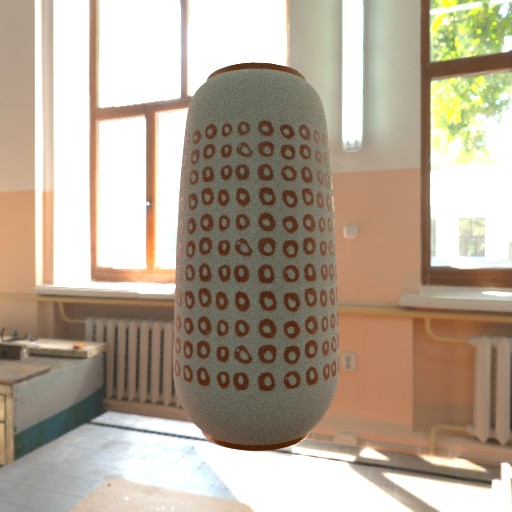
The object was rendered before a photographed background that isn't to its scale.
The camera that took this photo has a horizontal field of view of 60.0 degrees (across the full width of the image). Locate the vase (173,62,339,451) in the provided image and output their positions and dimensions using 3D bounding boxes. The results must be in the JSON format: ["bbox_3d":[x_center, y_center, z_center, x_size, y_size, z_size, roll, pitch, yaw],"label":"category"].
[{"bbox_3d":[0.000,0.000,0.362,0.133,0.282,0.133,0,0,0],"label":"vase"}]
